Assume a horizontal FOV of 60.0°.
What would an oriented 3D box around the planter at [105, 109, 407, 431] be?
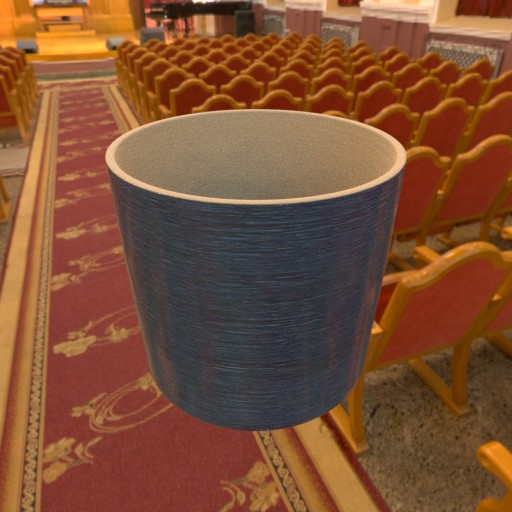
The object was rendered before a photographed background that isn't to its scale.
[{"bbox_3d":[0.000,0.000,0.390,0.221,0.201,0.221,0,31,0],"label":"planter"}]
